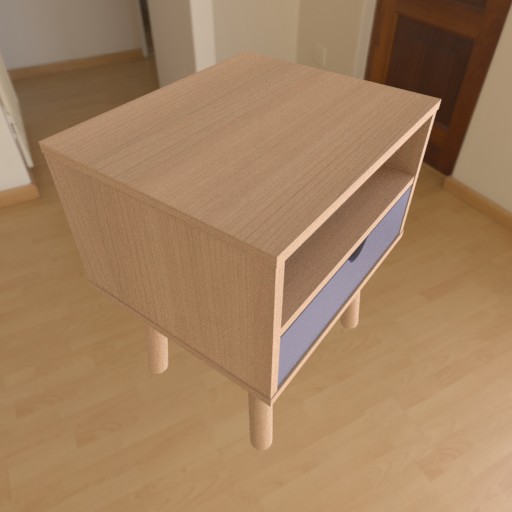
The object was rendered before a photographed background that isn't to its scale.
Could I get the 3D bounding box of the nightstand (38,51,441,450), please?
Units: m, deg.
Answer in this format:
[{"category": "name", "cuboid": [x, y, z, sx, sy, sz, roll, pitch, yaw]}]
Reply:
[{"category": "nightstand", "cuboid": [0.000, 0.000, 0.812, 0.380, 0.530, 0.450, 26, 48, 26]}]
